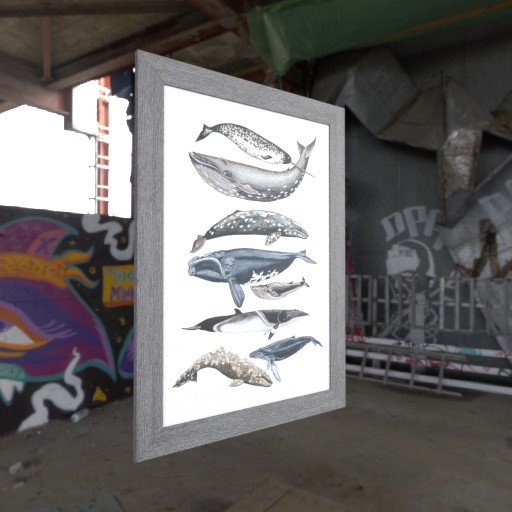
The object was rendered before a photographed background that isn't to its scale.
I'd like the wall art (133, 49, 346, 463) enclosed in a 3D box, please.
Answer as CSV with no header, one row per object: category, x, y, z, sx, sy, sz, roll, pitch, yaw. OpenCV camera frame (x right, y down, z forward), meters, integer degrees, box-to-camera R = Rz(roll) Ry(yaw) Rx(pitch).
wall art,0.000,0.000,1.376,0.768,1.070,0.020,1,-1,-35
